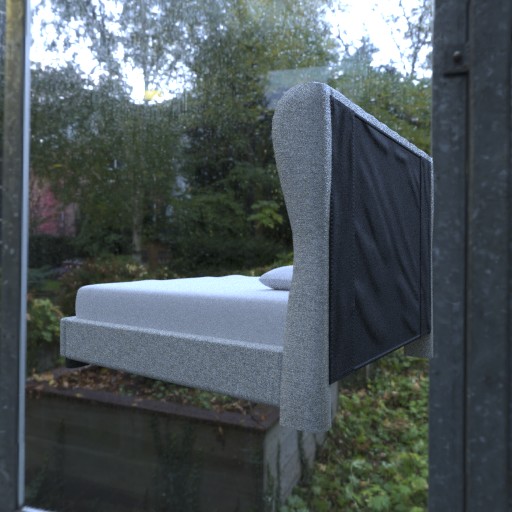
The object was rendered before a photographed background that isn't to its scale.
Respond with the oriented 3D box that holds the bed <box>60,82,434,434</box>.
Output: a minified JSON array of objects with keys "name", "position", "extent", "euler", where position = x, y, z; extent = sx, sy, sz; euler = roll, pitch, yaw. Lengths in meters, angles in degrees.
[{"name":"bed","position":[0.000,0.000,3.726],"extent":[2.347,1.771,2.219],"euler":[0,0,36]}]
